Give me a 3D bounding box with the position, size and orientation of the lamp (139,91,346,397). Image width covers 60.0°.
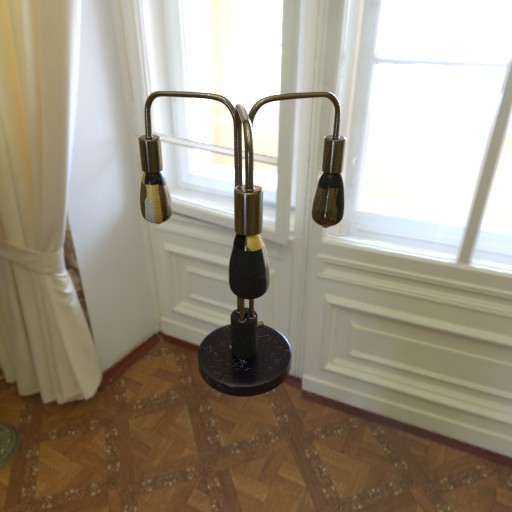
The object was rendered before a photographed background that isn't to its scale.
[{"bbox_3d":[0.000,0.000,0.822,0.368,0.560,0.355,-10,32,-17],"label":"lamp"}]
